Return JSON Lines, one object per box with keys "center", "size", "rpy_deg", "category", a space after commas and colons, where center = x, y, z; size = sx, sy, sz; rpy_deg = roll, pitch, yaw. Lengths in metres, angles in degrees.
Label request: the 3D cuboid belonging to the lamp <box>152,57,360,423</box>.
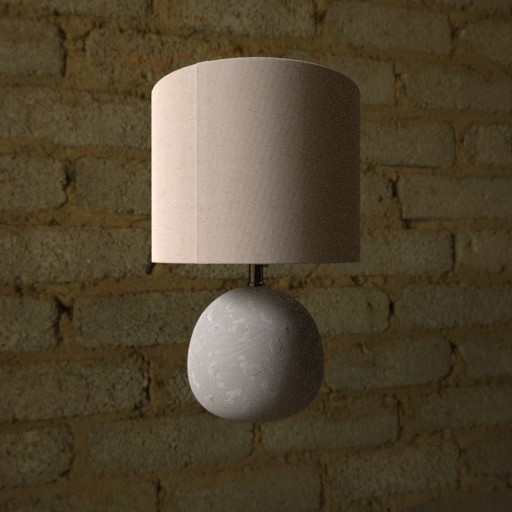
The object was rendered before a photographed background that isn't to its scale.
{"center": [0.000, 0.000, 0.588], "size": [0.269, 0.409, 0.269], "rpy_deg": [0, 0, 36], "category": "lamp"}
